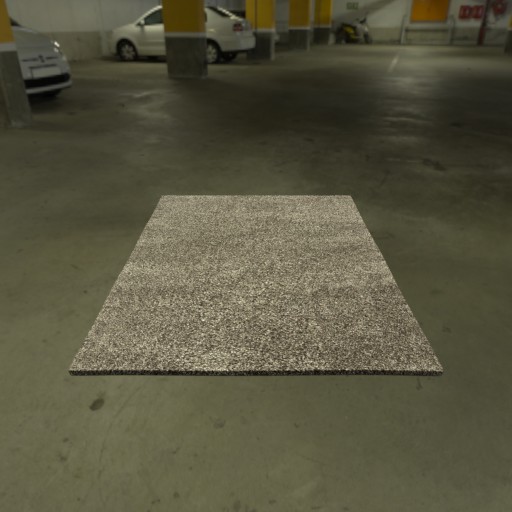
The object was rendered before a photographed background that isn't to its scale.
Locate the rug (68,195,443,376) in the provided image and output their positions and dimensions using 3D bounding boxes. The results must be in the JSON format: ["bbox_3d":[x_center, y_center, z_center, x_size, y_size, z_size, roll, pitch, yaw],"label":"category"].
[{"bbox_3d":[0.000,0.000,2.119,1.198,0.025,1.601,0,28,0],"label":"rug"}]
